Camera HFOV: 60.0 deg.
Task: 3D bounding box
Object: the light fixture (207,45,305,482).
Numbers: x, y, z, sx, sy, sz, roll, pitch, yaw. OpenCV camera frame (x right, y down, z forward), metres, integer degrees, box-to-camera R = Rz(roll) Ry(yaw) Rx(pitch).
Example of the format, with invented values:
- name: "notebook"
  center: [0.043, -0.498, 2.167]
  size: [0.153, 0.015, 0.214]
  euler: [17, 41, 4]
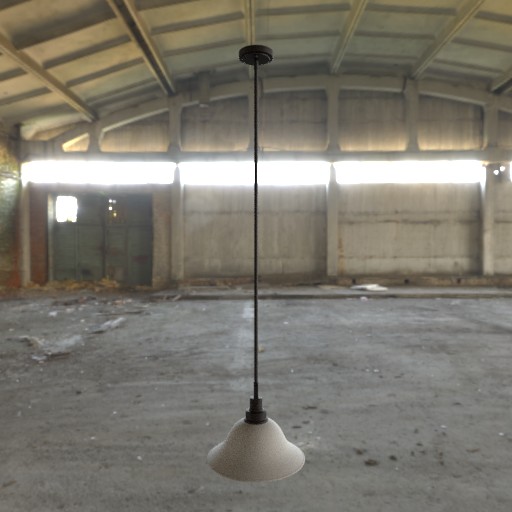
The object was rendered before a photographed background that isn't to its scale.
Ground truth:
- name: "light fixture"
  center: [0.000, 0.000, 1.465]
  size: [0.324, 1.337, 0.324]
  euler: [0, 1, 0]
